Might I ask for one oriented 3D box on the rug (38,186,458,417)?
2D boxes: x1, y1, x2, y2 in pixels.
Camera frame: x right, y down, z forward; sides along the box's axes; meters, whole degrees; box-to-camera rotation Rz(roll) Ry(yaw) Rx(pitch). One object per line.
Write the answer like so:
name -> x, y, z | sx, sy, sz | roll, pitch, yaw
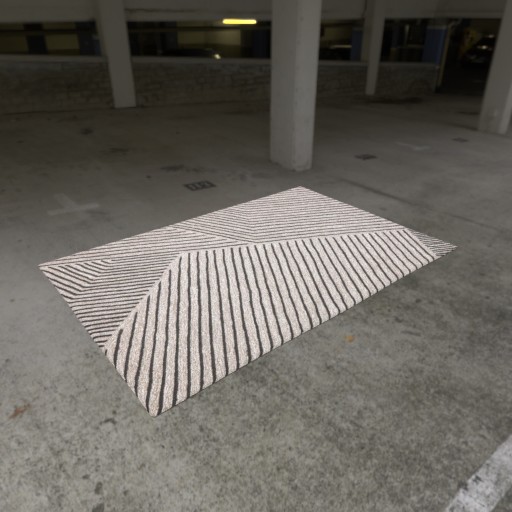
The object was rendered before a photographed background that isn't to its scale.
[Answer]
rug -> 0.000, 0.000, 2.325 | 1.842, 0.019, 1.237 | -21, 35, -34
